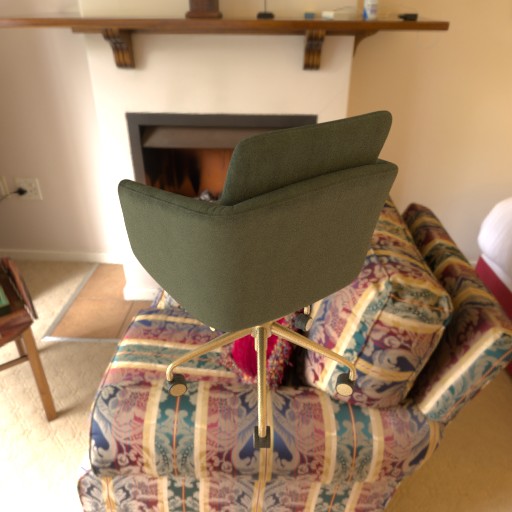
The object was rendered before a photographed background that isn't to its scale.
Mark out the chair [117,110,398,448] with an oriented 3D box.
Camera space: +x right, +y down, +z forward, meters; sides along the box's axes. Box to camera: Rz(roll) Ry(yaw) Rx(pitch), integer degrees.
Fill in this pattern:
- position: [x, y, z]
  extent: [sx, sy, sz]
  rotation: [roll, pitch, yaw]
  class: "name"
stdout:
- position: [0.000, 0.000, 1.345]
  extent: [0.641, 0.908, 0.635]
  rotation: [-20, 36, -31]
  class: "chair"
